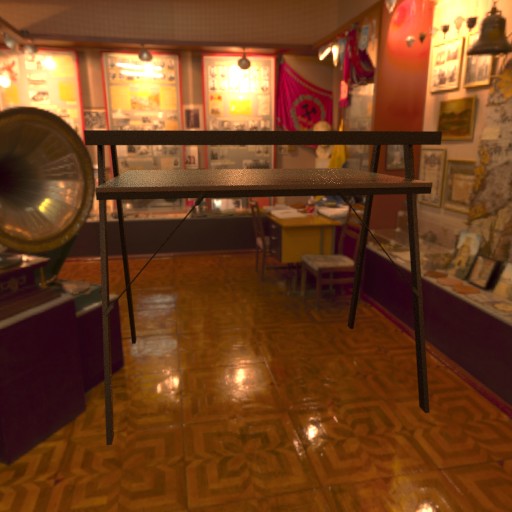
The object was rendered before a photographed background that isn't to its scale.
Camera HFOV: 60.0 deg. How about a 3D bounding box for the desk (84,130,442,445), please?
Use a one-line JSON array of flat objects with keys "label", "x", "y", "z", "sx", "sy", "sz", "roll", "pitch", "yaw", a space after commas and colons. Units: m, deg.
[{"label": "desk", "x": 0.000, "y": 0.000, "z": 1.864, "sx": 1.143, "sy": 0.998, "sz": 0.936, "roll": -2, "pitch": 15, "yaw": -9}]
